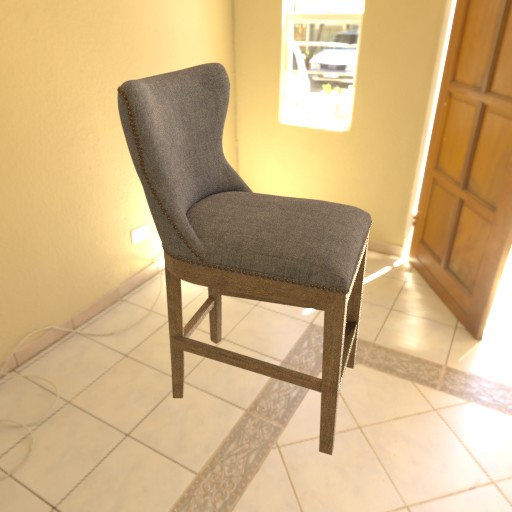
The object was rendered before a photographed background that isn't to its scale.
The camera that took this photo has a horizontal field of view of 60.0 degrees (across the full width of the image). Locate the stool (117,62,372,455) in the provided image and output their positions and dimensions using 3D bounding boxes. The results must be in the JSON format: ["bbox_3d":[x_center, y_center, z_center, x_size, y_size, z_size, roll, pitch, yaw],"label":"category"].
[{"bbox_3d":[0.000,0.000,1.283,0.608,0.981,0.498,10,30,18],"label":"stool"}]
